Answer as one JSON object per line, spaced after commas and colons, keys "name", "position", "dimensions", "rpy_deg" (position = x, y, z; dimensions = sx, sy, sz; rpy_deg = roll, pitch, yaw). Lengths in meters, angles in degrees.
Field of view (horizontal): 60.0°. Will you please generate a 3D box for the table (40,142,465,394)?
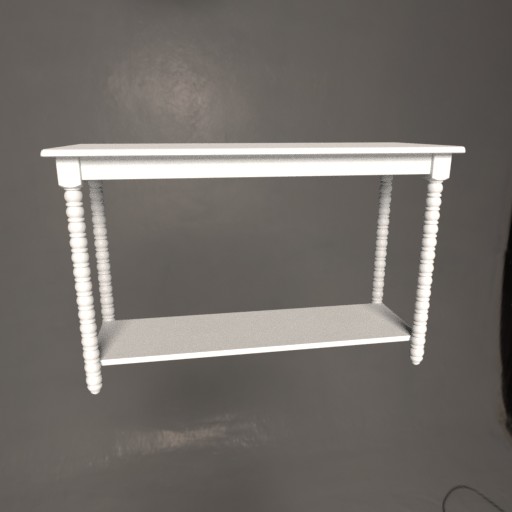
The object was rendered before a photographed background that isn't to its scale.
{"name": "table", "position": [0.000, 0.000, 1.524], "dimensions": [1.184, 0.740, 0.459], "rpy_deg": [-3, 16, -9]}
